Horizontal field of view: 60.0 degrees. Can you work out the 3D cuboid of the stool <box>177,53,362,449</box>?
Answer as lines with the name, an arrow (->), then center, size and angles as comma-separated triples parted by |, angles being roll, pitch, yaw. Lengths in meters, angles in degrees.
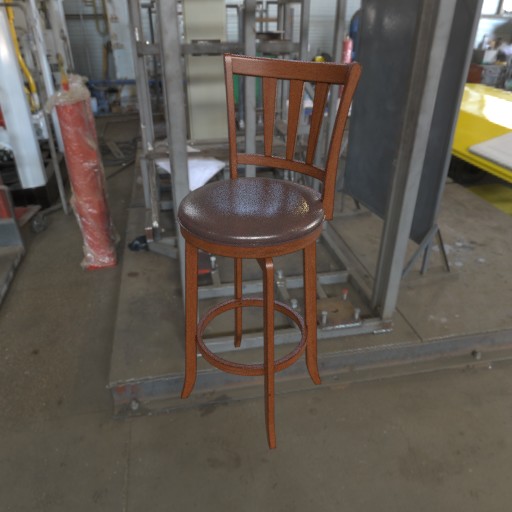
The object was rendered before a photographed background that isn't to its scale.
stool -> 0.000, 0.000, 1.462 | 0.464, 1.177, 0.503 | 18, 34, 29
